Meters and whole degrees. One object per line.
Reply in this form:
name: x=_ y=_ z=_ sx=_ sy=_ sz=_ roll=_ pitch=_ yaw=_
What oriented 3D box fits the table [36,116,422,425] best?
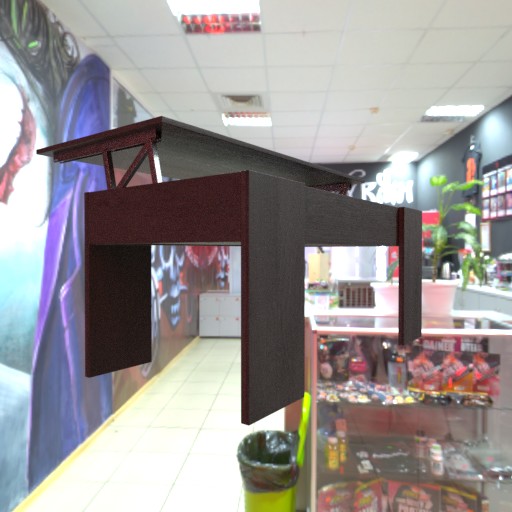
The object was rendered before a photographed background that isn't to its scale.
table: x=0.000 y=0.000 z=1.367 sx=0.711 sy=0.570 sz=1.000 roll=1 pitch=1 yaw=37
